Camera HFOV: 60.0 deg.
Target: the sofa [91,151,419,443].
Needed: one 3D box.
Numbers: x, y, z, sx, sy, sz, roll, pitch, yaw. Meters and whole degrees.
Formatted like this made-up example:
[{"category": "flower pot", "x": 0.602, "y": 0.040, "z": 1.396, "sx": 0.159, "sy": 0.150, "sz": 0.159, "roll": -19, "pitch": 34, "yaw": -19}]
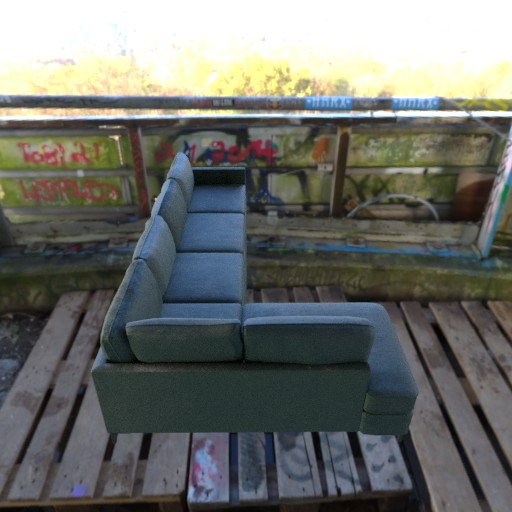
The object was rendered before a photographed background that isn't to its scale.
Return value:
[{"category": "sofa", "x": 0.000, "y": 0.000, "z": 4.207, "sx": 2.048, "sy": 0.996, "sz": 3.384, "roll": 0, "pitch": 33, "yaw": 0}]
